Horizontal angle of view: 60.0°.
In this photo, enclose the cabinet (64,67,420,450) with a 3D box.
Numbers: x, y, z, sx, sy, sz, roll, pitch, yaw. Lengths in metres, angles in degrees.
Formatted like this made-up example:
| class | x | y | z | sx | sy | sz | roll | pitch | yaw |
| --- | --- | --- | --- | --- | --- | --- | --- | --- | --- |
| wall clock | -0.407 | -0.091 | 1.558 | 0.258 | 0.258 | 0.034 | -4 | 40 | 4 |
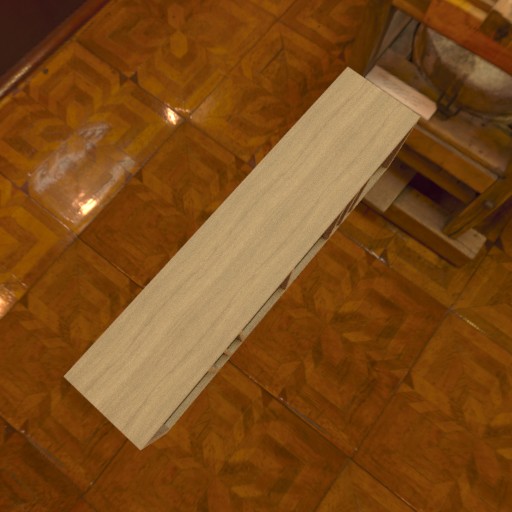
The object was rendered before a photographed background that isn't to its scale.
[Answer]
| class | x | y | z | sx | sy | sz | roll | pitch | yaw |
| --- | --- | --- | --- | --- | --- | --- | --- | --- | --- |
| cabinet | 0.000 | 0.000 | 2.612 | 0.499 | 0.779 | 2.198 | 39 | 78 | 10 |
